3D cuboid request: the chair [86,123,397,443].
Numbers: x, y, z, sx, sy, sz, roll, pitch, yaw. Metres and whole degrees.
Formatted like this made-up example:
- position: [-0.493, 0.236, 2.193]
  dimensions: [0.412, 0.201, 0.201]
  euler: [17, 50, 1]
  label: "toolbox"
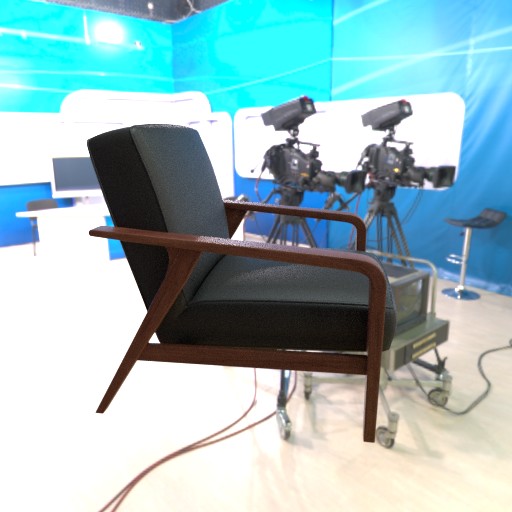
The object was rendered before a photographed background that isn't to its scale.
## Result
- position: [0.000, 0.000, 1.504]
  dimensions: [0.889, 0.861, 0.719]
  euler: [2, 15, 9]
  label: "chair"
